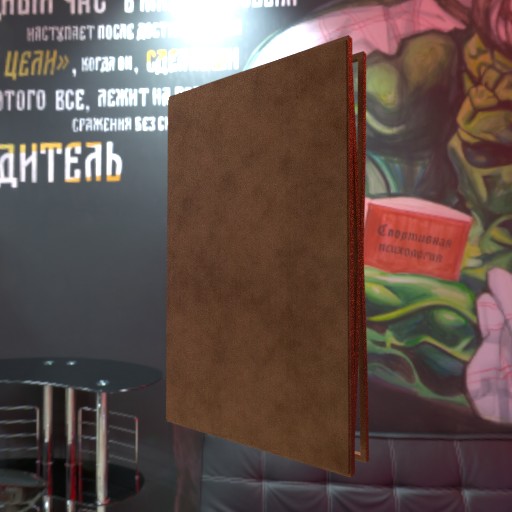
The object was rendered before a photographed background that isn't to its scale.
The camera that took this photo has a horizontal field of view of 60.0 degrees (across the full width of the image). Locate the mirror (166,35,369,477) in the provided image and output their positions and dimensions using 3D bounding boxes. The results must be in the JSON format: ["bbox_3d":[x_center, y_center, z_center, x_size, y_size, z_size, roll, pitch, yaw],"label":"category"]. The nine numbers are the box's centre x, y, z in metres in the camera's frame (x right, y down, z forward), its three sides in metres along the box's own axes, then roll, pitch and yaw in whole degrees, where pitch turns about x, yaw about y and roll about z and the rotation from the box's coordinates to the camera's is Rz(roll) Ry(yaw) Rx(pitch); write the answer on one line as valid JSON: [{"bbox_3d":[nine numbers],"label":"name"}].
[{"bbox_3d":[0.000,0.000,0.940,0.468,0.768,0.082,-1,-2,37],"label":"mirror"}]
